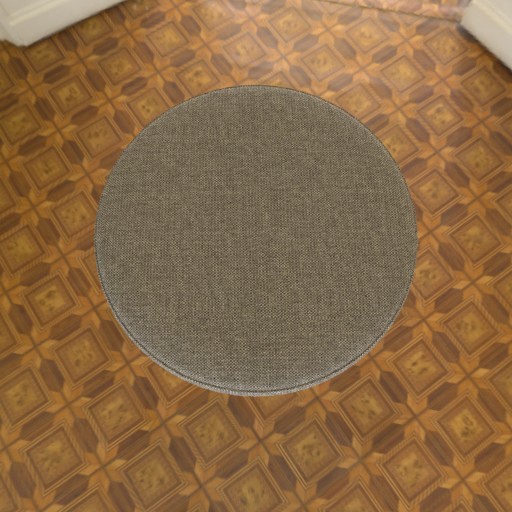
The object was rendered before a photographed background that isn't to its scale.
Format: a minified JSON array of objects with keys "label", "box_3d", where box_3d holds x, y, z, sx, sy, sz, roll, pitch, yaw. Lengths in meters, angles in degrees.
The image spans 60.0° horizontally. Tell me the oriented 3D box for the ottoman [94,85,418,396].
[{"label":"ottoman","box_3d":[0.000,0.000,0.885,0.520,0.430,0.520,0,75,0]}]
